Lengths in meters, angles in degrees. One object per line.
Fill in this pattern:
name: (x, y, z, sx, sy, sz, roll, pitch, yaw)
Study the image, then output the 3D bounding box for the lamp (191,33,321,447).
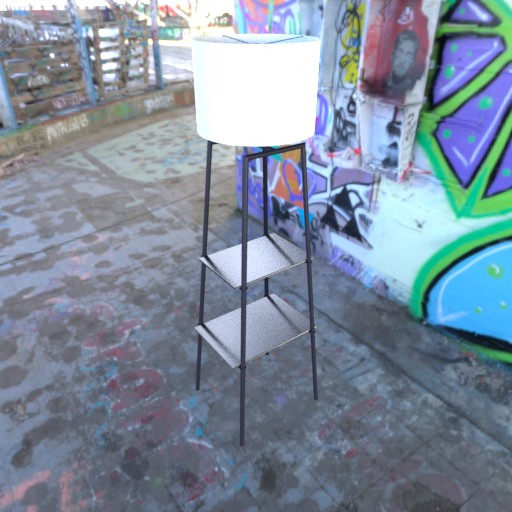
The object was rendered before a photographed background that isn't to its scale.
lamp: (0.000, 0.000, 1.667, 0.427, 1.474, 0.384, -20, 36, -31)
